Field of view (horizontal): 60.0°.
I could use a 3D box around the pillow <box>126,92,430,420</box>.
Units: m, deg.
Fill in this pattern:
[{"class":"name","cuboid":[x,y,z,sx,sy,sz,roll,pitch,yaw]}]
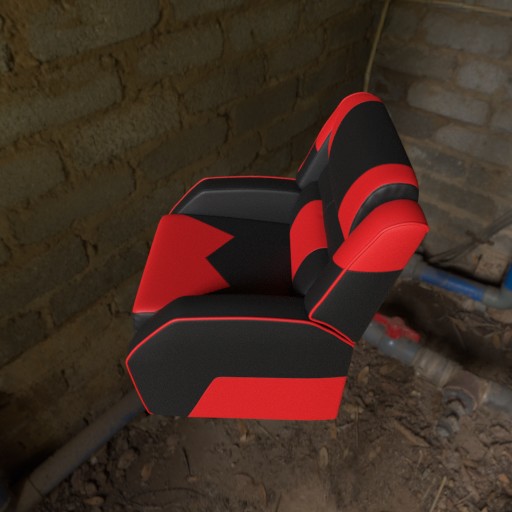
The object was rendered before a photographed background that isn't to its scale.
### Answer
[{"class":"pillow","cuboid":[0.000,0.000,1.288,0.672,0.805,0.620,1,42,1]}]
